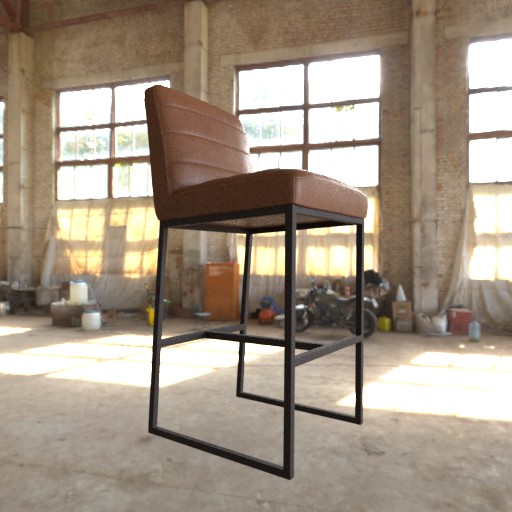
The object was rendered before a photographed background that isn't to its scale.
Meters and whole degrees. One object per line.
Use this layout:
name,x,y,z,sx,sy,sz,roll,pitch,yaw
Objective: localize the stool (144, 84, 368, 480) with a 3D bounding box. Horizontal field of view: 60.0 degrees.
stool,0.000,0.000,1.350,0.556,1.040,0.458,0,-1,35
